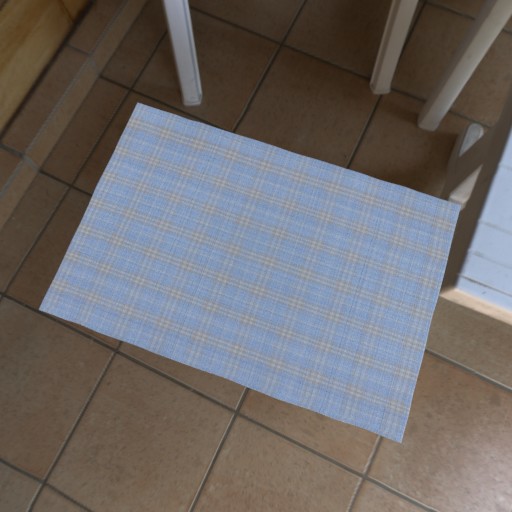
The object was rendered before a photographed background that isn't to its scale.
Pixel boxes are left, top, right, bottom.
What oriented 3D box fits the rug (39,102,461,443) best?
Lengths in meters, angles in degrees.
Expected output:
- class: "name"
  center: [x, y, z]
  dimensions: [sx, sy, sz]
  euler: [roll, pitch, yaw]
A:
- class: "rug"
  center: [0.000, 0.000, 2.237]
  dimensions: [1.835, 0.012, 1.231]
  euler: [19, 76, 5]
